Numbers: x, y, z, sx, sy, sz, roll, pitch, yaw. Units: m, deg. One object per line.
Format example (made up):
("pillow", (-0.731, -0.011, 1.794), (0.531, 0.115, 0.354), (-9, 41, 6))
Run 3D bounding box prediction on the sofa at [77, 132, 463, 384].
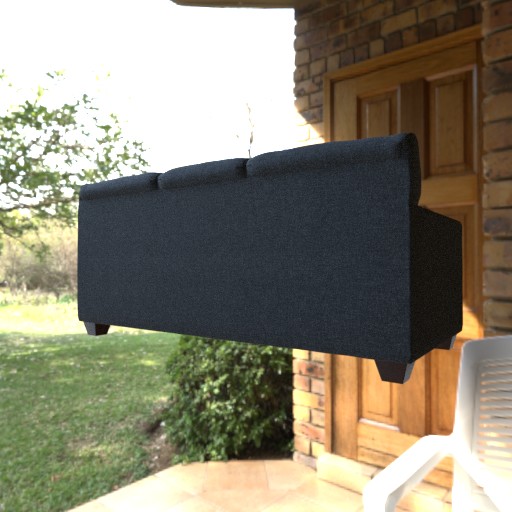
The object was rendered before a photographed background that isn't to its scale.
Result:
("sofa", (0.000, 0.000, 2.524), (2.024, 0.958, 0.997), (-1, -1, 35))
